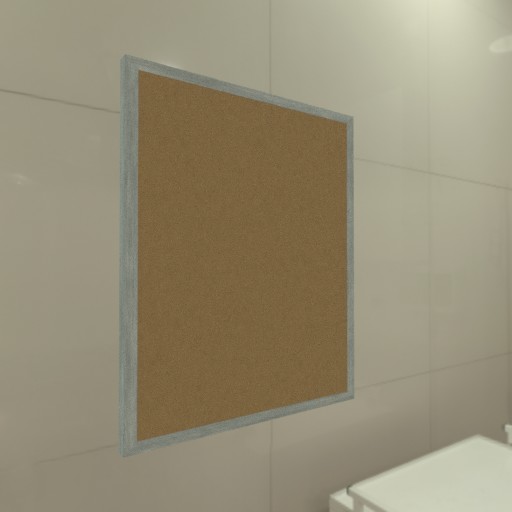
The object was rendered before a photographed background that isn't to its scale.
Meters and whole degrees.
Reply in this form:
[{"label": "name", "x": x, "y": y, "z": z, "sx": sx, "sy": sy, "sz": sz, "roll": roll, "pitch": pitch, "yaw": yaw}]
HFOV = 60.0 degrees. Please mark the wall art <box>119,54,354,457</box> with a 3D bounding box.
[{"label": "wall art", "x": 0.000, "y": 0.000, "z": 0.785, "sx": 0.479, "sy": 0.582, "sz": 0.022, "roll": 1, "pitch": -1, "yaw": -35}]
